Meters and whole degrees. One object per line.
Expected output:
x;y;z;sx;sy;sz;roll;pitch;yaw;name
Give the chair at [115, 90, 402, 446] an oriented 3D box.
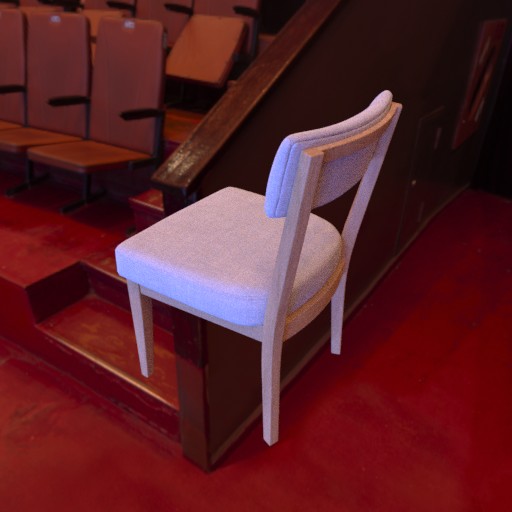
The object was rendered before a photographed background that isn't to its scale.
0.000;0.000;1.202;0.572;0.832;0.508;19;36;28;chair
